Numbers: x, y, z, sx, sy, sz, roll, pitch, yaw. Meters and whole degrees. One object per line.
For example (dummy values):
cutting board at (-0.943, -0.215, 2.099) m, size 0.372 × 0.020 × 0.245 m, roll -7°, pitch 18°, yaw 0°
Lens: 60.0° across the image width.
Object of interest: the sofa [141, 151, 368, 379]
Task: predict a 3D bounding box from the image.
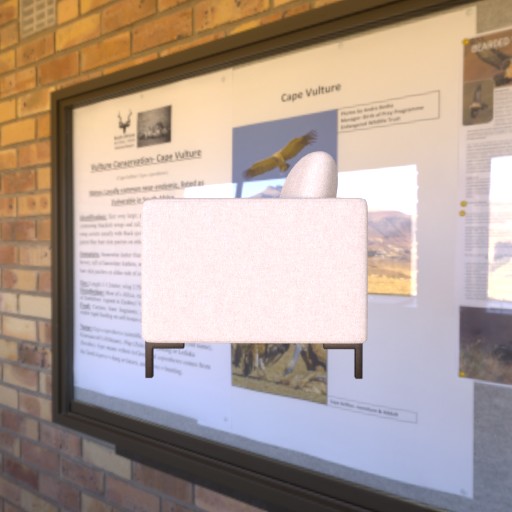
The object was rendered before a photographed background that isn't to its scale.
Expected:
sofa at (0.000, 0.000, 2.724) m, size 0.859 × 0.874 × 2.218 m, roll 0°, pitch 1°, yaw 1°
